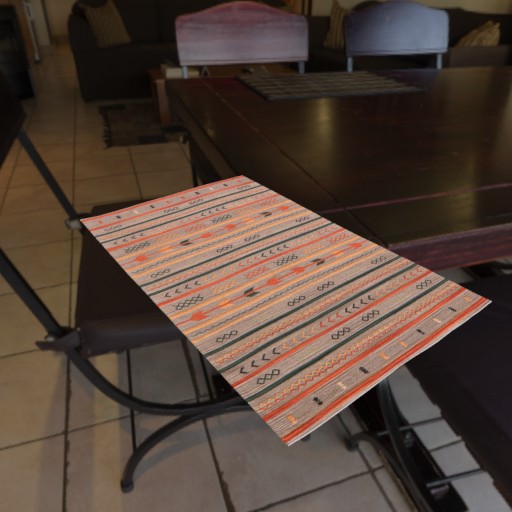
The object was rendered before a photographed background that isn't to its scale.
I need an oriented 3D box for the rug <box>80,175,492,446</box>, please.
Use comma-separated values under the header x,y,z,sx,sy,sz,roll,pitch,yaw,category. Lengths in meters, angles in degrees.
x,y,z,sx,sy,sz,roll,pitch,yaw,category
0.000,0.000,2.962,1.537,0.029,2.439,-22,38,-31,rug
